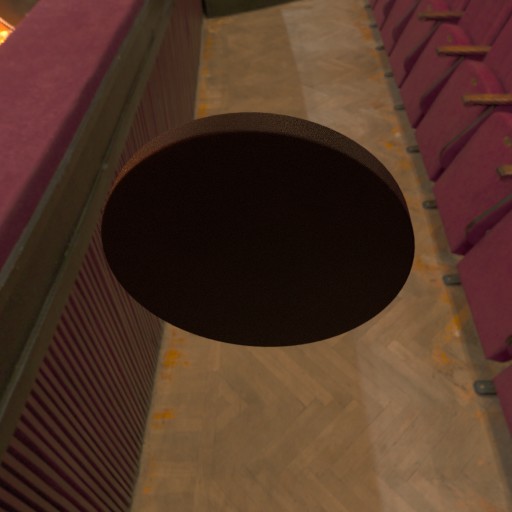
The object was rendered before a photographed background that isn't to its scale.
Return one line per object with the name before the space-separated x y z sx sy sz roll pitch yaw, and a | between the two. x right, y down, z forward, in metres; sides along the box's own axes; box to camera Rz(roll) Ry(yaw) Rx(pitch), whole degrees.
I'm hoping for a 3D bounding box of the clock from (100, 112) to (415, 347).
clock | 0.000 0.000 0.464 0.314 0.314 0.029 3 47 3
